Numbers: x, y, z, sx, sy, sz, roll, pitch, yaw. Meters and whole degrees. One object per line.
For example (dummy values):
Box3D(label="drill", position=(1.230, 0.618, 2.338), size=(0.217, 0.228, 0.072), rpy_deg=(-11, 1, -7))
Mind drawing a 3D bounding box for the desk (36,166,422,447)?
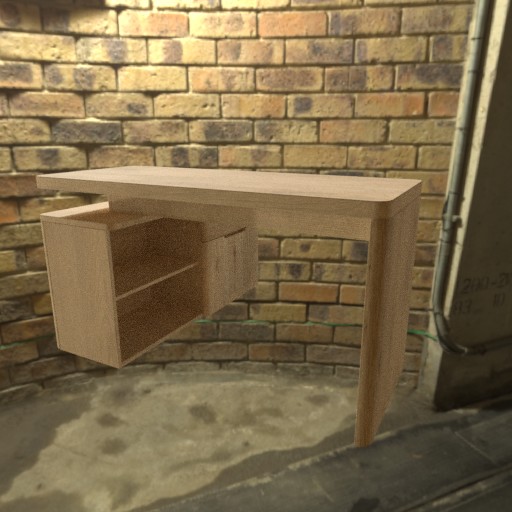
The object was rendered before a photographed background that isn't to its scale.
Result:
Box3D(label="desk", position=(0.000, 0.000, 2.047), size=(1.400, 0.770, 1.175), rpy_deg=(8, 18, 27))
